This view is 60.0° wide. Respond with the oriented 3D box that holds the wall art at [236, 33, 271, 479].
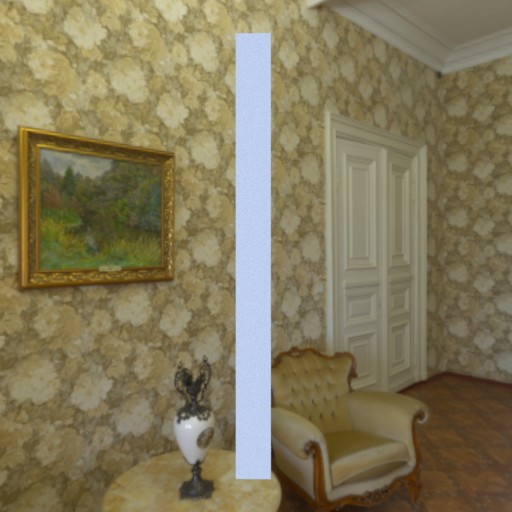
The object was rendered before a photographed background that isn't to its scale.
[{"bbox_3d":[0.000,0.000,0.455,0.024,0.304,0.304,0,0,1],"label":"wall art"}]
